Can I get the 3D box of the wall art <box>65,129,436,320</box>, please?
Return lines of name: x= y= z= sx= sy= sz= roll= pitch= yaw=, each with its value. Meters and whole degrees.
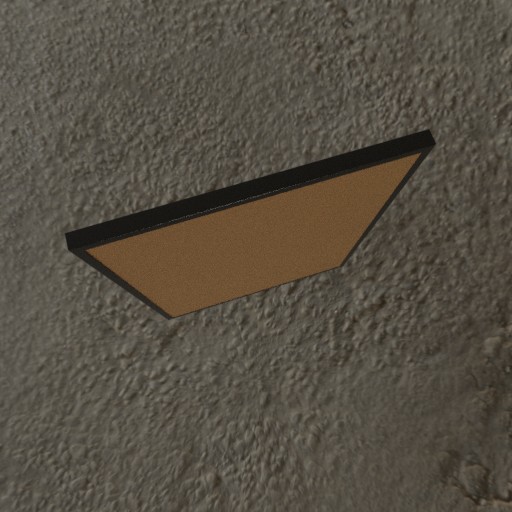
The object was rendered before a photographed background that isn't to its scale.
wall art: x=0.000 y=0.000 z=1.440 sx=0.804 sy=1.061 sz=0.039 roll=-17 pitch=75 yaw=-5
